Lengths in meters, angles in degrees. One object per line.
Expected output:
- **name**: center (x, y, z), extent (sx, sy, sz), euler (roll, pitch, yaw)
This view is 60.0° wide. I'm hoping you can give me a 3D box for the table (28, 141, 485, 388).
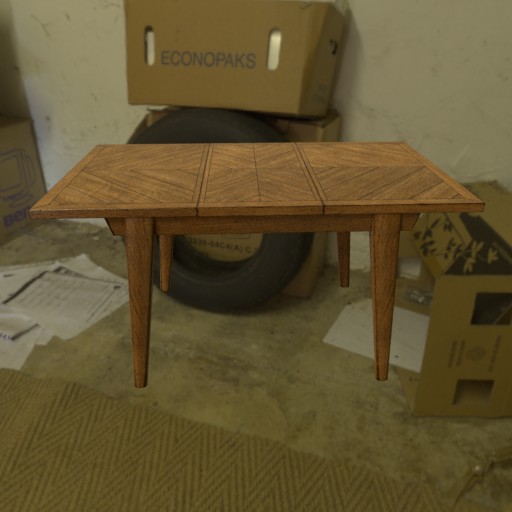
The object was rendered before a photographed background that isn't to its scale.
- **table**: center (0.000, 0.000, 1.871), extent (1.400, 0.760, 0.757), euler (-1, 29, -2)
